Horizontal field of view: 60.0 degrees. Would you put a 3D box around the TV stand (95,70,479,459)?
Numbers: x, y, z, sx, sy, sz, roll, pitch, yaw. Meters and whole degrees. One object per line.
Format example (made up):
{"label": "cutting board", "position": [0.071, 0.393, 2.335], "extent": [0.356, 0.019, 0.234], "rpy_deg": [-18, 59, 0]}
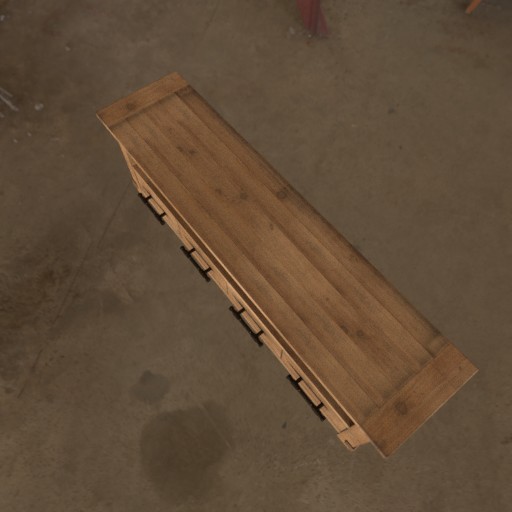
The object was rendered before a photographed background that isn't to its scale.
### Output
{"label": "TV stand", "position": [0.000, 0.000, 1.975], "extent": [0.453, 0.573, 1.804], "rpy_deg": [-35, 68, -16]}
